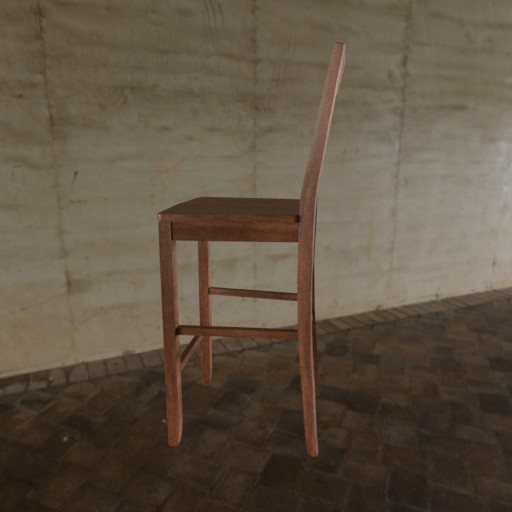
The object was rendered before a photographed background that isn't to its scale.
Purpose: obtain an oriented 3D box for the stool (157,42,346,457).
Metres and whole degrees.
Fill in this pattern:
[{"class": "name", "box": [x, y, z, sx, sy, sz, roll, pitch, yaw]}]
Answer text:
[{"class": "stool", "box": [0.000, 0.000, 1.358, 0.487, 1.105, 0.433, 2, 14, 8]}]
